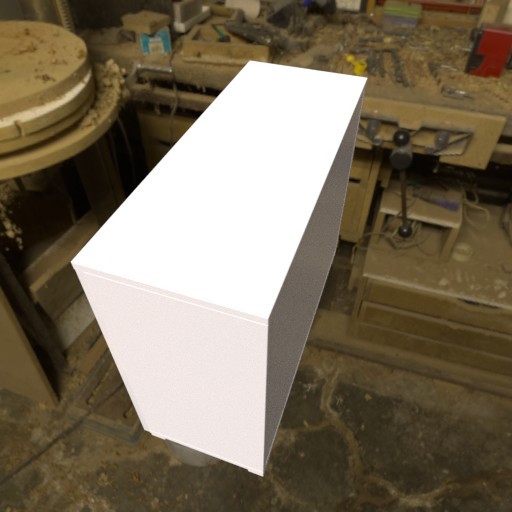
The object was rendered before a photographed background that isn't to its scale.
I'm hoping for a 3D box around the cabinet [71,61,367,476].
[{"bbox_3d":[0.000,0.000,1.419,0.400,0.800,1.000,14,47,13],"label":"cabinet"}]
